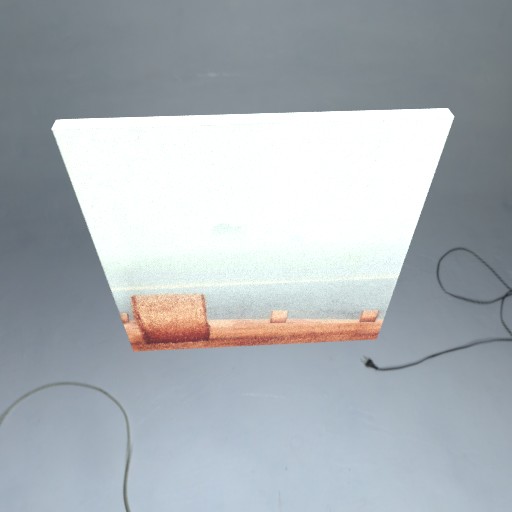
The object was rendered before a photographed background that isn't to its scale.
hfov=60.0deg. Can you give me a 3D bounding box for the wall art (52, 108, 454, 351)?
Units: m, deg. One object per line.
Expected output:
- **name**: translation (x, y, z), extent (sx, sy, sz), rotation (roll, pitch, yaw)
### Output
- **wall art**: translation (0.000, 0.000, 1.121), extent (0.760, 0.760, 0.042), rotation (-2, 46, -2)
